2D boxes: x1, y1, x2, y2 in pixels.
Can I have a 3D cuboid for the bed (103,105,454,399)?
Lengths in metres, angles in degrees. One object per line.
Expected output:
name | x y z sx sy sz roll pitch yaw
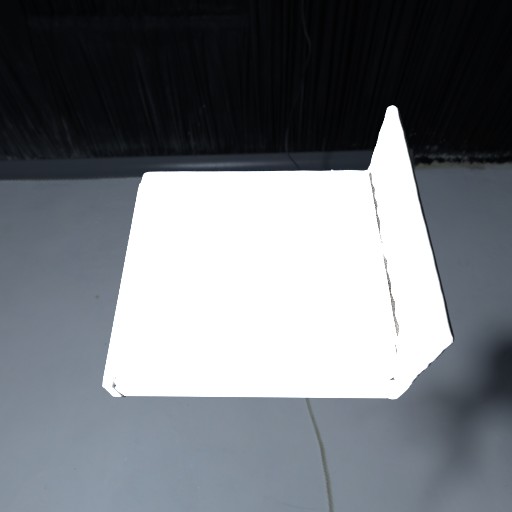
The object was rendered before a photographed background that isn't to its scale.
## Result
bed | 0.000 0.000 3.722 2.387 1.427 2.078 0 58 0
